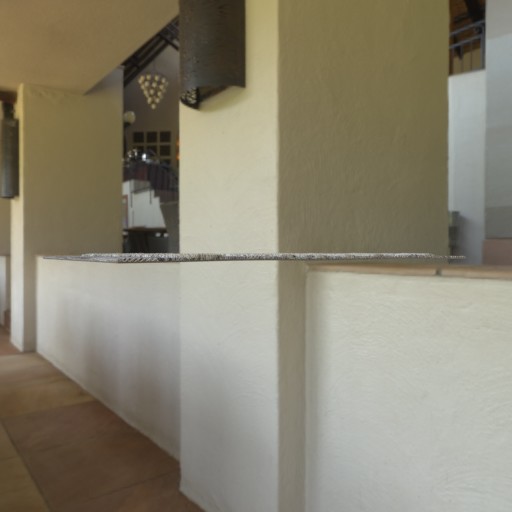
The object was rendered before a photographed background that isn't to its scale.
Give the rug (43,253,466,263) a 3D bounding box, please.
[{"bbox_3d":[0.000,0.000,2.292,1.823,0.030,1.222,0,0,-35],"label":"rug"}]
